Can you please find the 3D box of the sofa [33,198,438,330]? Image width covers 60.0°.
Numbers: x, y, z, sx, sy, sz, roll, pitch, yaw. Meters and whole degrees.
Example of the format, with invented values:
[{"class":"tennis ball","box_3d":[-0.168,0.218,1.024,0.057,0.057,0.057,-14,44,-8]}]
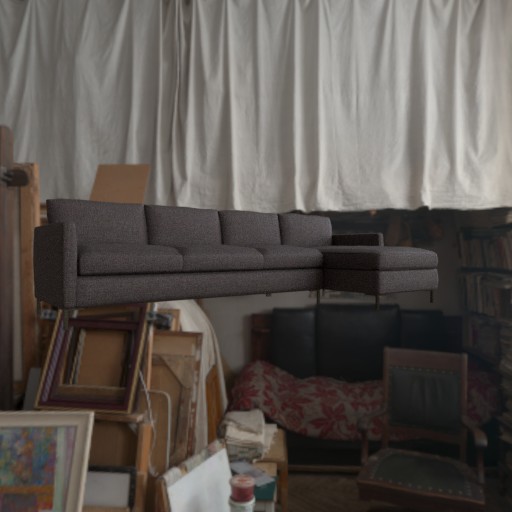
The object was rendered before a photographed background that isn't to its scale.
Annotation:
[{"class":"sofa","box_3d":[0.000,0.000,3.759,3.221,0.892,1.483,-1,1,-37]}]
